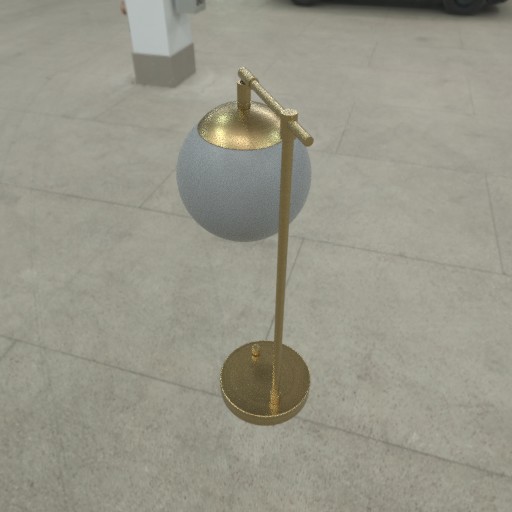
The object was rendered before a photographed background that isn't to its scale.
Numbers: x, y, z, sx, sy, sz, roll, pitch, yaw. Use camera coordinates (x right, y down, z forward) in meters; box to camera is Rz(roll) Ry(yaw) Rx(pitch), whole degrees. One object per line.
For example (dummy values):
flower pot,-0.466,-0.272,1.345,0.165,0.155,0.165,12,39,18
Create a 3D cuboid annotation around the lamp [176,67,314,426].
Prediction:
lamp,0.000,0.000,0.715,0.207,0.559,0.324,-12,41,-14
